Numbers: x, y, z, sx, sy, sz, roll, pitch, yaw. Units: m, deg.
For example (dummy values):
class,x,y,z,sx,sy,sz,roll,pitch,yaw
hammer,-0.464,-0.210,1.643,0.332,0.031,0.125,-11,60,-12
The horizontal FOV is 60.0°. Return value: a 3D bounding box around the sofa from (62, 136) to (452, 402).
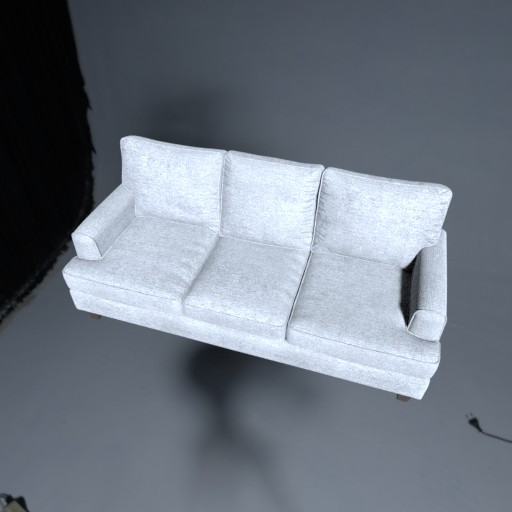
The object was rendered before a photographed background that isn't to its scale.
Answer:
class,x,y,z,sx,sy,sz,roll,pitch,yaw
sofa,0.000,0.000,2.678,2.158,0.965,0.951,12,43,13
